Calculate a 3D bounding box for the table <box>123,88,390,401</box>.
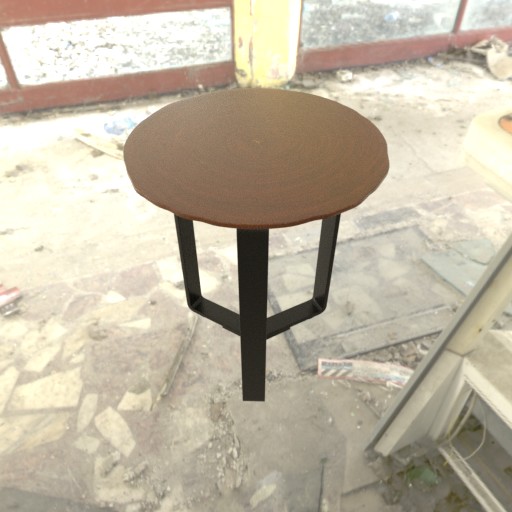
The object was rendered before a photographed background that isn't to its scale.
[{"bbox_3d":[0.000,0.000,0.796,0.380,0.450,0.410,1,41,1],"label":"table"}]
